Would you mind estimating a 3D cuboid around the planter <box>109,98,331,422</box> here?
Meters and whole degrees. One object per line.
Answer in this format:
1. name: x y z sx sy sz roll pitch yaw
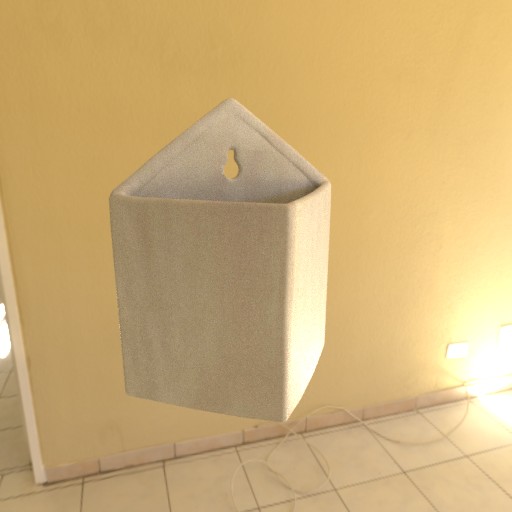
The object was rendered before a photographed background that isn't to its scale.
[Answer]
1. planter: 0.000 0.000 0.281 0.163 0.194 0.080 -8 18 -26
